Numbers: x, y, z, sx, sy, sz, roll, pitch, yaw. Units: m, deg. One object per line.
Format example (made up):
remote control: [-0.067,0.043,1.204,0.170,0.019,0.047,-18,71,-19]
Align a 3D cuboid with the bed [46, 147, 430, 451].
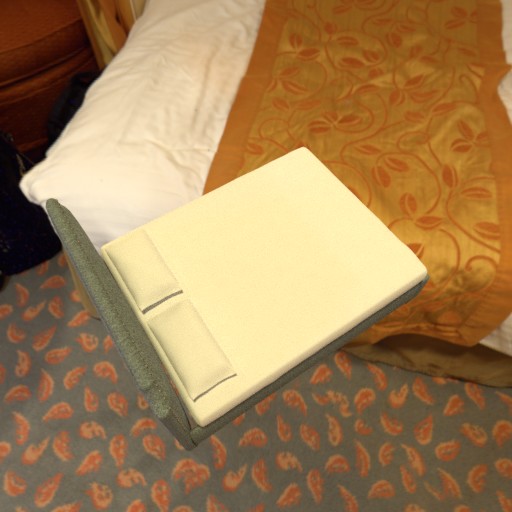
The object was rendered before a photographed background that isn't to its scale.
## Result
bed: [0.000,0.000,3.469,2.372,1.443,1.712,-29,63,-17]
